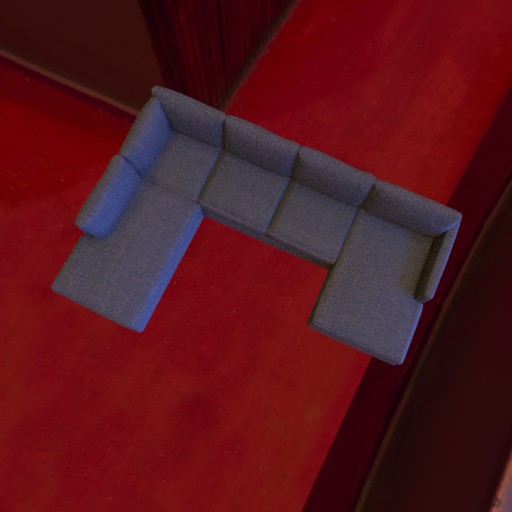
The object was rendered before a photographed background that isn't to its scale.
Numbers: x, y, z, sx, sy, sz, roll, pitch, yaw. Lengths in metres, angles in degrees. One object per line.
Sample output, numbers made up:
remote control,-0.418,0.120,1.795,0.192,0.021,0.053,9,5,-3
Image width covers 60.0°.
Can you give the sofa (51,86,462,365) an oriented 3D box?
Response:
sofa,0.000,0.000,3.544,2.737,0.753,1.879,24,78,6
